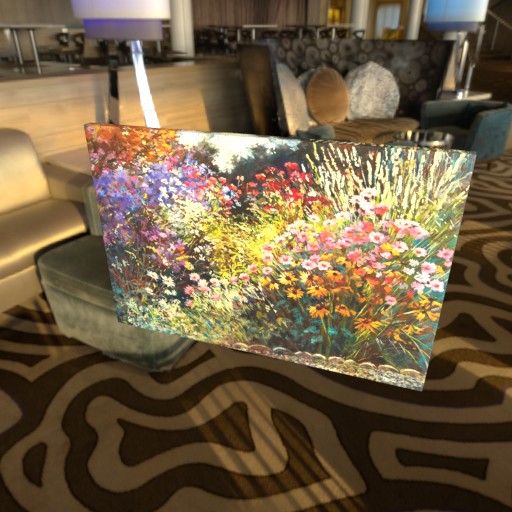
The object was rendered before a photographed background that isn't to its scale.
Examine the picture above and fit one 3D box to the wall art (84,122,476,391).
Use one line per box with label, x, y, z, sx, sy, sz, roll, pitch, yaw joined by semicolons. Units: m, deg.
wall art;0.000;0.000;1.422;1.136;0.760;0.042;9;29;17
